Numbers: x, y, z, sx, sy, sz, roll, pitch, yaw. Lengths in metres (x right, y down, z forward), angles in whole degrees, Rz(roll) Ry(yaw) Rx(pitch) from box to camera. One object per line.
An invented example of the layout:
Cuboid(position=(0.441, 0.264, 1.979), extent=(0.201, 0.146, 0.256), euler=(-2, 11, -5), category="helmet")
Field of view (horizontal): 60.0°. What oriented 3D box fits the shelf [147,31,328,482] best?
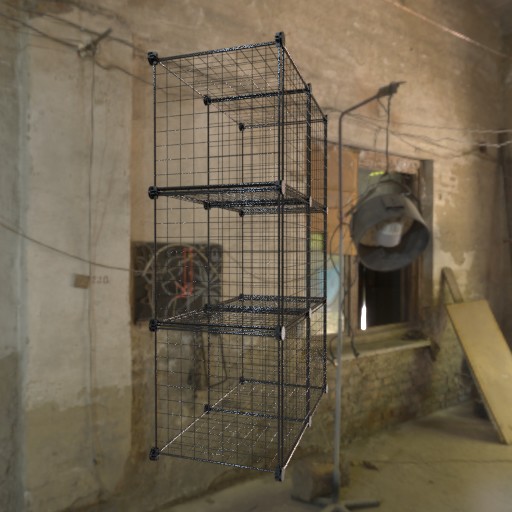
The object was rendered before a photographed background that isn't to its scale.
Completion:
Cuboid(position=(0.000, 0.000, 1.428), extent=(0.356, 1.067, 0.711), euler=(0, 1, 18), category="shelf")
